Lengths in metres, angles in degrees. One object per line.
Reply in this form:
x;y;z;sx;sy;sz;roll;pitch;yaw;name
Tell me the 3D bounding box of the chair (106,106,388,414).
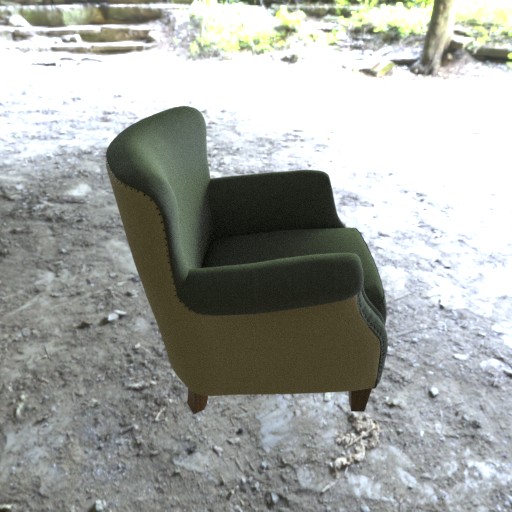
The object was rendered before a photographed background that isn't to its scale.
0.000;0.000;1.654;0.921;0.936;0.861;0;32;0;chair
